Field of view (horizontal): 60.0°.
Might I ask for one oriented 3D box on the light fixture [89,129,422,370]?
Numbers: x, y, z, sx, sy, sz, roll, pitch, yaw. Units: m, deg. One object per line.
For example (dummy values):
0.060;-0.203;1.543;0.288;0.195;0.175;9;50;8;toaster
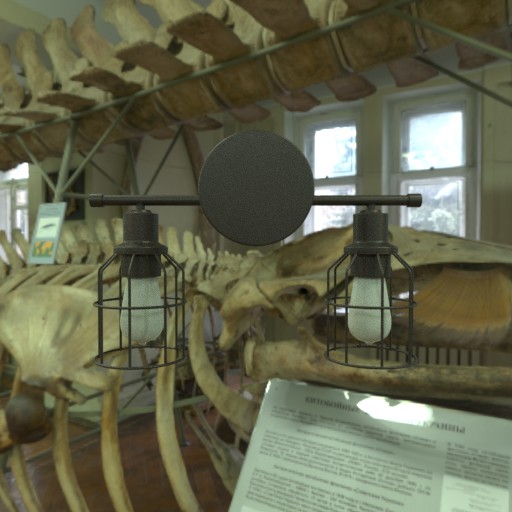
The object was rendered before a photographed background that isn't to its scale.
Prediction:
0.000;0.000;0.524;0.406;0.254;0.165;0;1;0;light fixture
